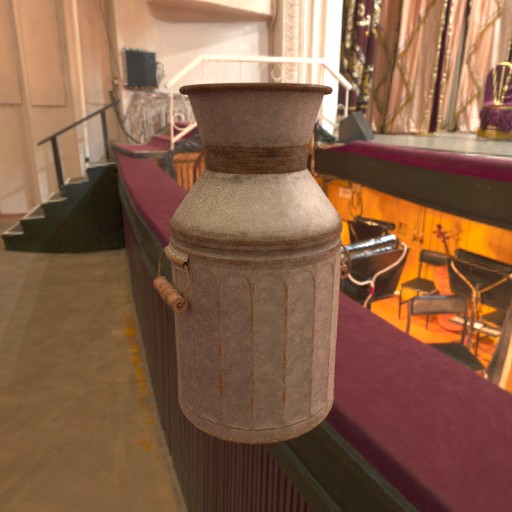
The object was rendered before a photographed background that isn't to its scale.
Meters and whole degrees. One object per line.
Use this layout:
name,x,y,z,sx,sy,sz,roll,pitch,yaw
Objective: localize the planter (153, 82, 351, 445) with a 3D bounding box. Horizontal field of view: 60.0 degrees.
planter,0.000,0.000,0.557,0.245,0.396,0.214,-9,20,-26
